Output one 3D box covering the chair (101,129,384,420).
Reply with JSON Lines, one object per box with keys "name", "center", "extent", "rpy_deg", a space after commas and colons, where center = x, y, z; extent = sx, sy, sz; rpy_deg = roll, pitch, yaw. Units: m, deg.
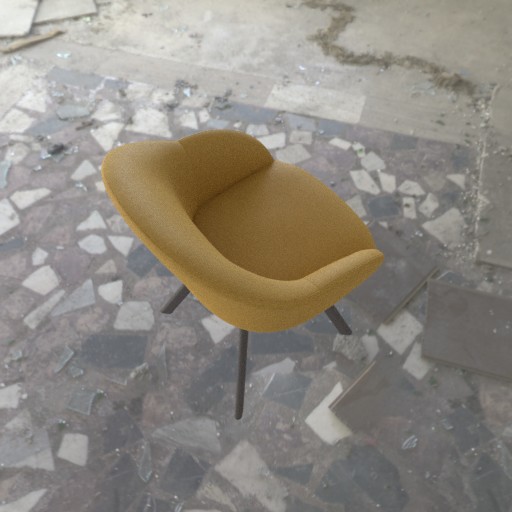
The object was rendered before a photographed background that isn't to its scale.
{"name": "chair", "center": [0.000, 0.000, 1.190], "extent": [0.583, 0.793, 0.551], "rpy_deg": [-32, 62, -19]}
